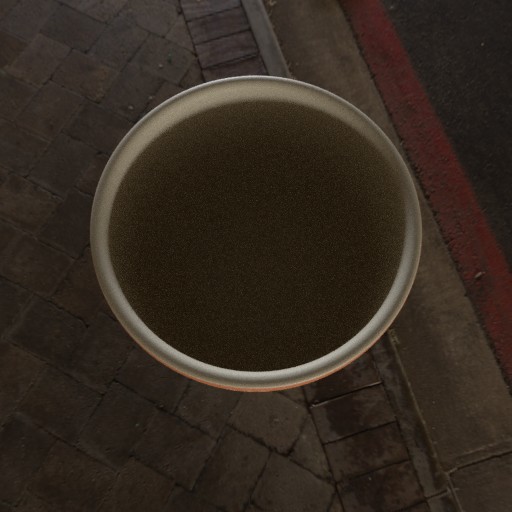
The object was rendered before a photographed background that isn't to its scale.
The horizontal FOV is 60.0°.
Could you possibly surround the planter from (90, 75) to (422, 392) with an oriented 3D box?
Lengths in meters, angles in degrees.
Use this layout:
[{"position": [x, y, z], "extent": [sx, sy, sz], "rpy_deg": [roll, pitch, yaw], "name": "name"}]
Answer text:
[{"position": [0.000, 0.000, 0.215], "extent": [0.124, 0.109, 0.124], "rpy_deg": [0, 74, 0], "name": "planter"}]
